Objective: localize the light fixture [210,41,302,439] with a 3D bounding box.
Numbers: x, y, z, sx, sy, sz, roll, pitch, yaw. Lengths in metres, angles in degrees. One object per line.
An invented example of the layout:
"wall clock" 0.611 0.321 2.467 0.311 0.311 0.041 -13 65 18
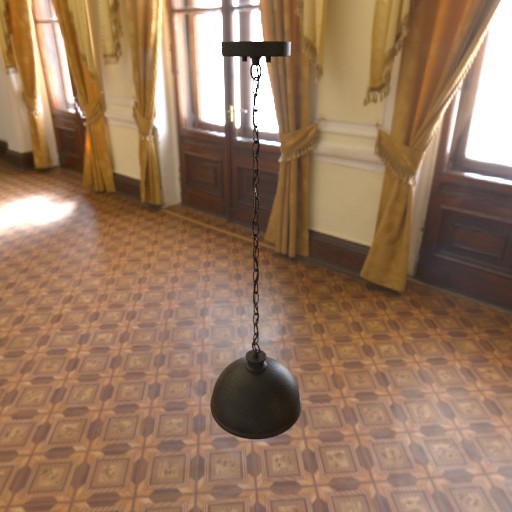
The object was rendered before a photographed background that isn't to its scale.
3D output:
"light fixture" 0.000 0.000 1.252 0.304 1.090 0.304 -18 30 -33
